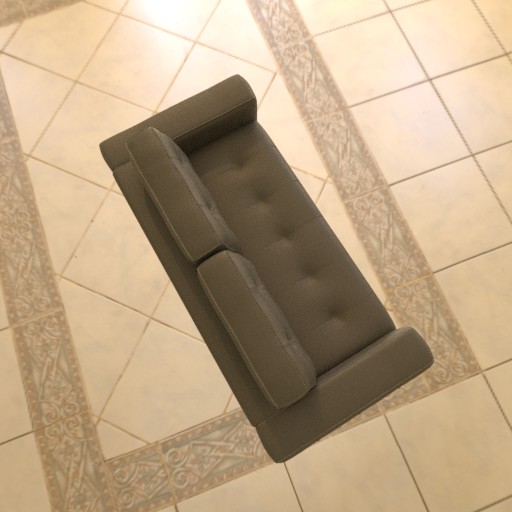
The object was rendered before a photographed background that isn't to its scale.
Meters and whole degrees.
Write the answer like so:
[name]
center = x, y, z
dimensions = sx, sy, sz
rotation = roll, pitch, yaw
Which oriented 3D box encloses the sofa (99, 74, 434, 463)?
[sofa]
center = 0.000, 0.000, 2.218
dimensions = 0.833, 0.892, 1.726
rotation = -30, 77, -8
